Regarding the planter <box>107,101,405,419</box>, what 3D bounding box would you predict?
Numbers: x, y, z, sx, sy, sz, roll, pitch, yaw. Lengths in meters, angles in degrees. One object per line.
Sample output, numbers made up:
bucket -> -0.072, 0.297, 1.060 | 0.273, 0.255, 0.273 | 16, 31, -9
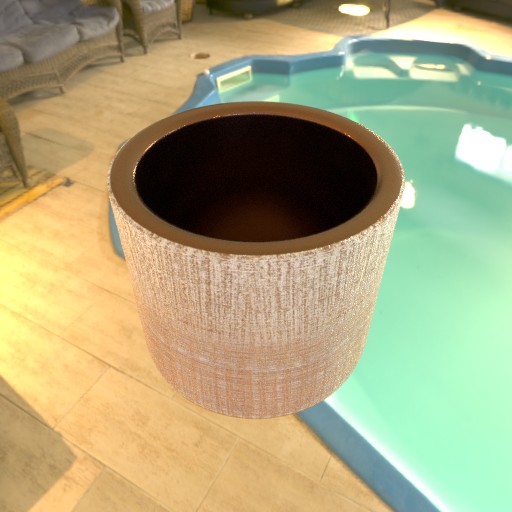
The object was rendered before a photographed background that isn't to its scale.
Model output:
planter -> 0.000, 0.000, 0.194 | 0.109, 0.096, 0.109 | 0, 42, 0
